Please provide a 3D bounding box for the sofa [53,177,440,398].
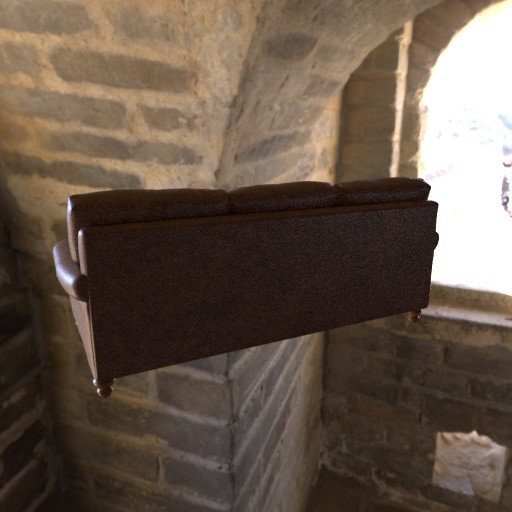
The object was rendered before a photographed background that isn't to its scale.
[{"bbox_3d":[0.000,0.000,2.842,2.351,0.977,0.973,-7,16,-26],"label":"sofa"}]
